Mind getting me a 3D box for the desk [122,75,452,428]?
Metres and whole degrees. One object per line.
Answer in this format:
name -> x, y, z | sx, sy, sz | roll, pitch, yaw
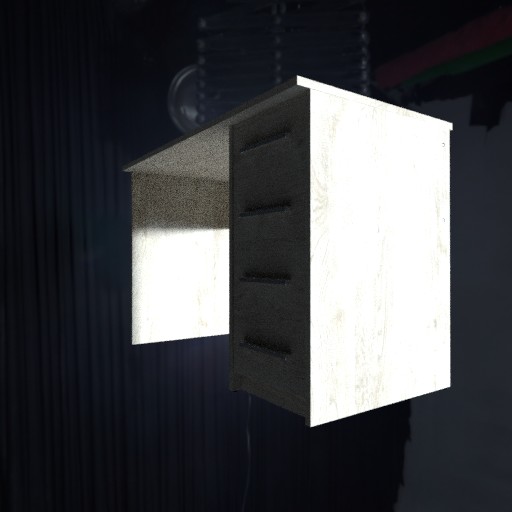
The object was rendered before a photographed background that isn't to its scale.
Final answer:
desk -> 0.000, 0.000, 1.511 | 0.560, 0.730, 1.096 | 0, 0, -35
